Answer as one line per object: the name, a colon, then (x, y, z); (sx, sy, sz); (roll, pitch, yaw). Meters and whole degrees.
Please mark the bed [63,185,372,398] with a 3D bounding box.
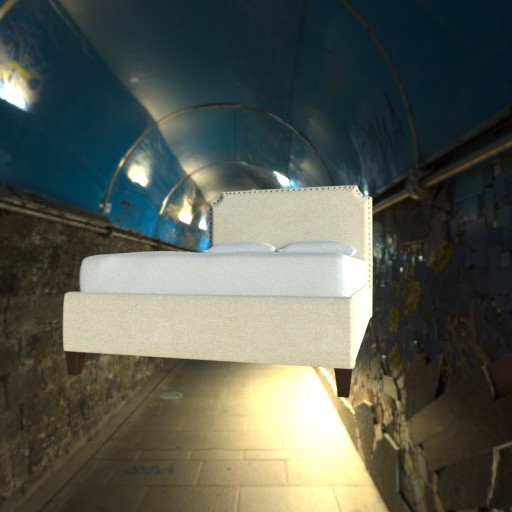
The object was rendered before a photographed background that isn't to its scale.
bed: (0.000, 0.000, 3.512); (1.713, 1.457, 2.381); (0, -2, 16)
